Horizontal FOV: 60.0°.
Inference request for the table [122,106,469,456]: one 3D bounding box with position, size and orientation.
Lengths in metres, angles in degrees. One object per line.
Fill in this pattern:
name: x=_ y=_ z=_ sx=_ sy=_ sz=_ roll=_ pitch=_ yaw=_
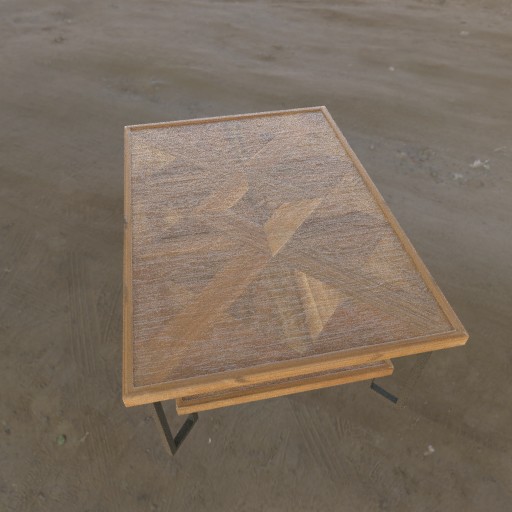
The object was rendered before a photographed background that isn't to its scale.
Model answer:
table: x=0.000 y=0.000 z=1.676 sx=0.877 sy=0.492 sz=1.238 roll=-8 pitch=47 yaw=-8
